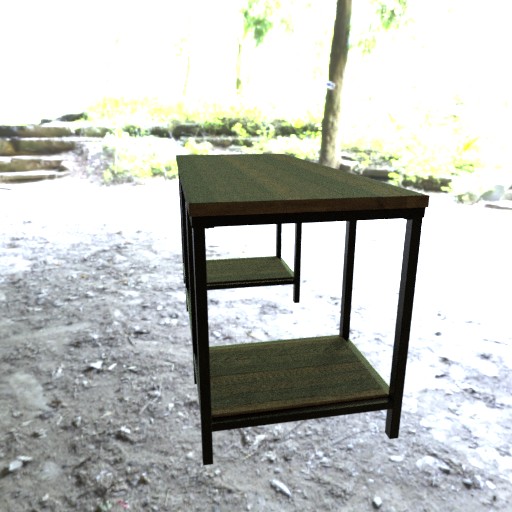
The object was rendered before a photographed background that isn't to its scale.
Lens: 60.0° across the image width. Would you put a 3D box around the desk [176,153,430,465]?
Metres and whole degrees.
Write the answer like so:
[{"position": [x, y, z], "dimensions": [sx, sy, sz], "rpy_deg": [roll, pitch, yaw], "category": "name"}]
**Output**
[{"position": [0.000, 0.000, 1.921], "dimensions": [0.617, 0.753, 1.538], "rpy_deg": [-3, 17, -10], "category": "desk"}]
